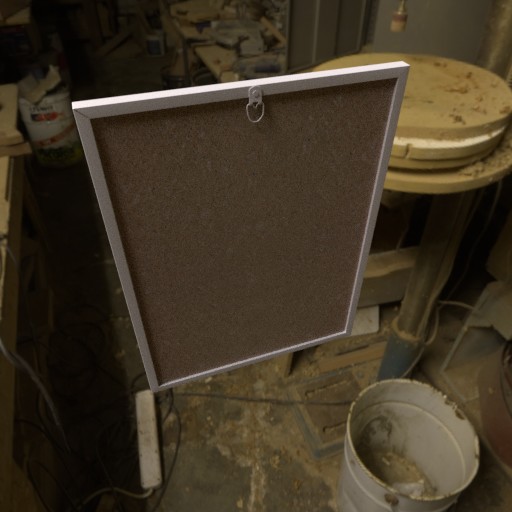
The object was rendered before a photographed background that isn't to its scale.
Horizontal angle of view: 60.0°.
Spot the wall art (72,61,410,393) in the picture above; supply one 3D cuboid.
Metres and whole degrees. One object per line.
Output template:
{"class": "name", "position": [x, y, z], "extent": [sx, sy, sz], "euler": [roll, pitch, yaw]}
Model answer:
{"class": "wall art", "position": [0.000, 0.000, 1.363], "extent": [0.805, 1.056, 0.042], "euler": [-13, 43, -14]}
